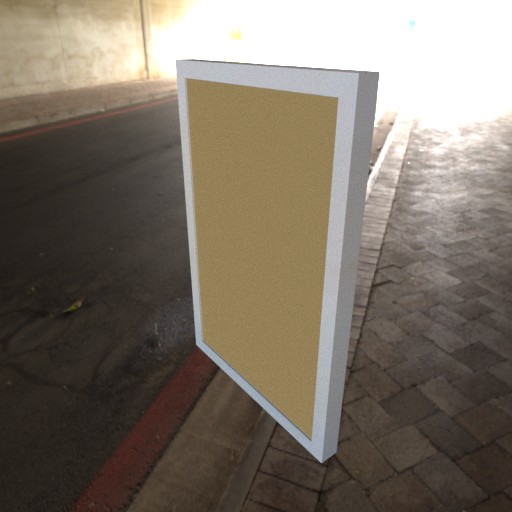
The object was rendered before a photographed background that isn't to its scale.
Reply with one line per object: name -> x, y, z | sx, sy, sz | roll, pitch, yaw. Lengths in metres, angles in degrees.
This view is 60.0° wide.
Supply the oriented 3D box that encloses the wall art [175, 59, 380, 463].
wall art -> 0.000, 0.000, 0.768 | 0.038, 0.611, 0.408 | -19, 32, -33
